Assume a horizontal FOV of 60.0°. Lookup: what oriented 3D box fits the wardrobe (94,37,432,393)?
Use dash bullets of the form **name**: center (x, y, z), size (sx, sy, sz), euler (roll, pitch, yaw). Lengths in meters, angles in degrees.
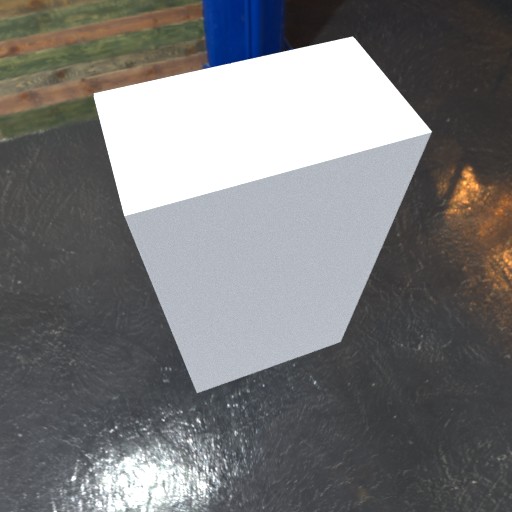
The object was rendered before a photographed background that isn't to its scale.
- **wardrobe**: center (0.000, 0.000, 2.236), size (0.991, 1.808, 0.577), euler (-17, 59, -11)
